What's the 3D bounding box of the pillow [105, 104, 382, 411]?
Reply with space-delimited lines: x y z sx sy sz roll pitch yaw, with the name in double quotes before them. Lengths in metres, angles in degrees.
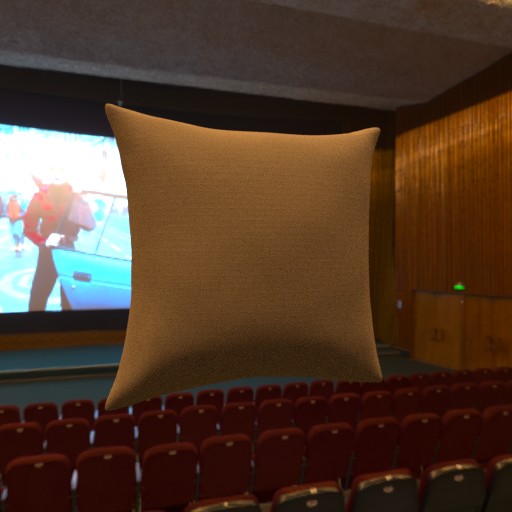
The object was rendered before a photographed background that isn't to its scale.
"pillow" 0.000 0.000 0.794 0.512 0.497 0.204 0 0 -17
